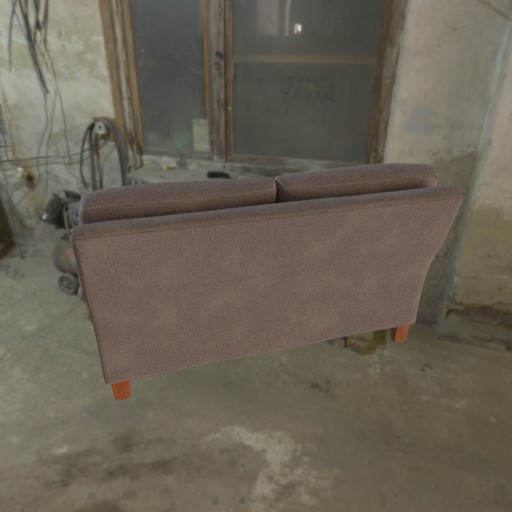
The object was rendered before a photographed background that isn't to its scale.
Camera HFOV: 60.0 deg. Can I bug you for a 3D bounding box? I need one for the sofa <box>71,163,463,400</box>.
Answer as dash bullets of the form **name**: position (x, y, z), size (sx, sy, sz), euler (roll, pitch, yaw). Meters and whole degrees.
- **sofa**: position (0.000, 0.000, 2.540), size (1.853, 1.101, 1.084), euler (-8, 27, -15)
